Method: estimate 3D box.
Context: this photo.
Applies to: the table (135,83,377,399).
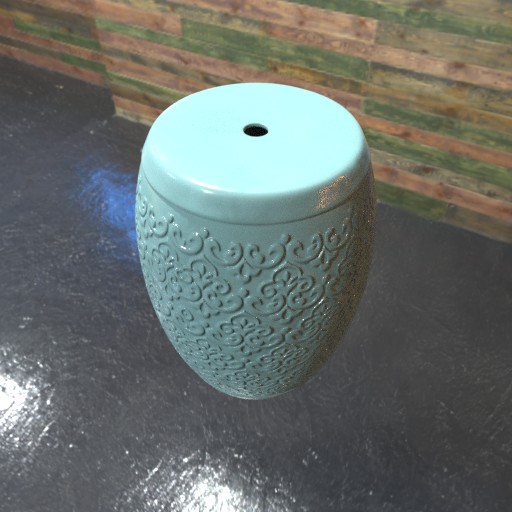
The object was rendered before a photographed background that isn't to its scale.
[{"bbox_3d":[0.000,0.000,0.621,0.309,0.397,0.309,0,46,0],"label":"table"}]
